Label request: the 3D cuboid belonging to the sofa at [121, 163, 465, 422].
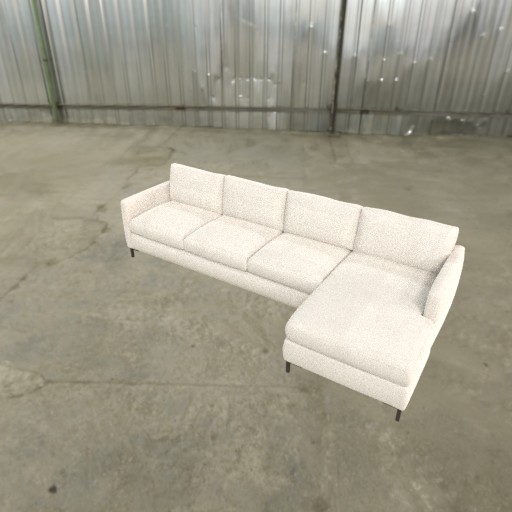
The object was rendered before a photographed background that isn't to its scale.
[{"bbox_3d":[0.000,0.000,3.005,2.445,0.677,1.126,18,34,29],"label":"sofa"}]
